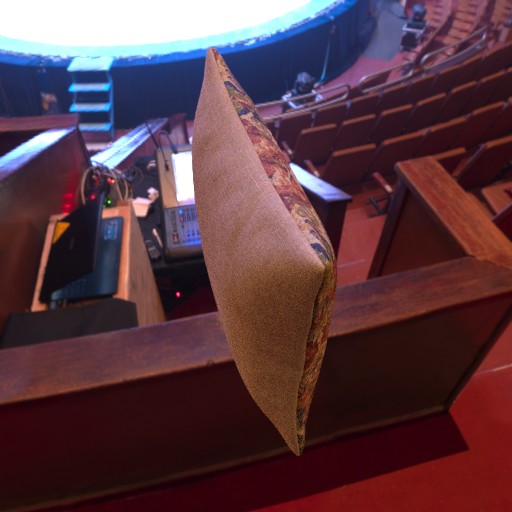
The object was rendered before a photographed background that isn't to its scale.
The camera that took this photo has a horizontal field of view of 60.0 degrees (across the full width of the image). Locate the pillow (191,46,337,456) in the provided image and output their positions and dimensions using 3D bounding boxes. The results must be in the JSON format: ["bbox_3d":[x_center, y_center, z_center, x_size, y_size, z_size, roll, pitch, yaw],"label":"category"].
[{"bbox_3d":[0.000,0.000,0.766,0.166,0.506,0.523,-12,49,-11],"label":"pillow"}]
